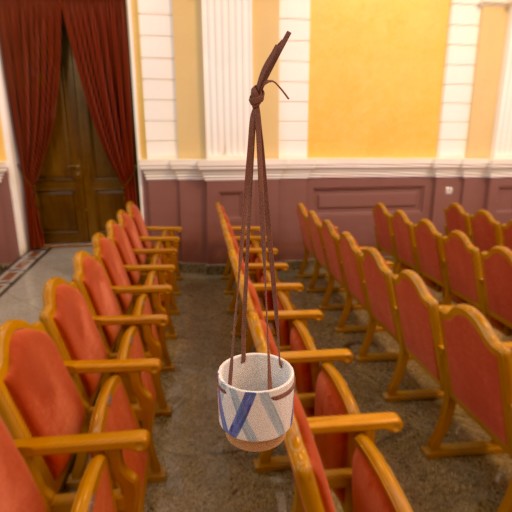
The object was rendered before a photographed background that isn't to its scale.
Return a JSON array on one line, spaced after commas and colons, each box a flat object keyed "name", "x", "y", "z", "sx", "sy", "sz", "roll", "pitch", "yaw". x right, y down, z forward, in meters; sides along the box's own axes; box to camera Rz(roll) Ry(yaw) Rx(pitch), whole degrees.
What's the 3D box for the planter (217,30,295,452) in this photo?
[{"name": "planter", "x": 0.000, "y": 0.000, "z": 0.815, "sx": 0.157, "sy": 0.753, "sz": 0.153, "roll": -2, "pitch": 16, "yaw": -7}]
